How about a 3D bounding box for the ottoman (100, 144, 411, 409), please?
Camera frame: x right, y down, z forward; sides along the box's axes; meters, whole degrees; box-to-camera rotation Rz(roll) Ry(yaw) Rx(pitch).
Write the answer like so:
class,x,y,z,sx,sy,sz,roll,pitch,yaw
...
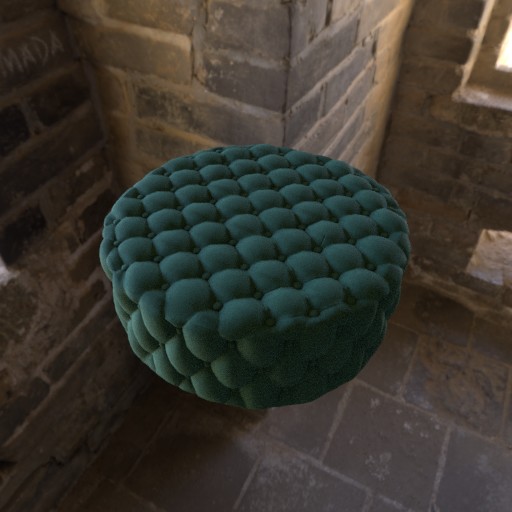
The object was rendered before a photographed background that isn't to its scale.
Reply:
class,x,y,z,sx,sy,sz,roll,pitch,yaw
ottoman,0.000,0.000,1.548,0.998,0.399,0.998,0,42,0
